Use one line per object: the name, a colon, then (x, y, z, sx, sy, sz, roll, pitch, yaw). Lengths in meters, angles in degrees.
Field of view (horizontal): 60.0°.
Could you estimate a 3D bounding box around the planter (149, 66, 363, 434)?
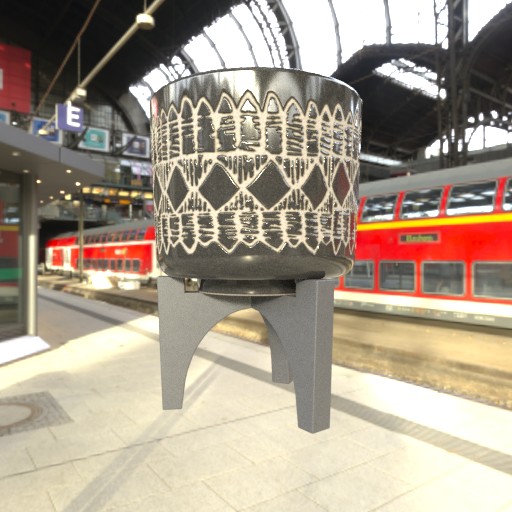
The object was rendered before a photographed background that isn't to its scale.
planter: (0.000, 0.000, 0.536, 0.251, 0.355, 0.251, 0, 0, -37)
